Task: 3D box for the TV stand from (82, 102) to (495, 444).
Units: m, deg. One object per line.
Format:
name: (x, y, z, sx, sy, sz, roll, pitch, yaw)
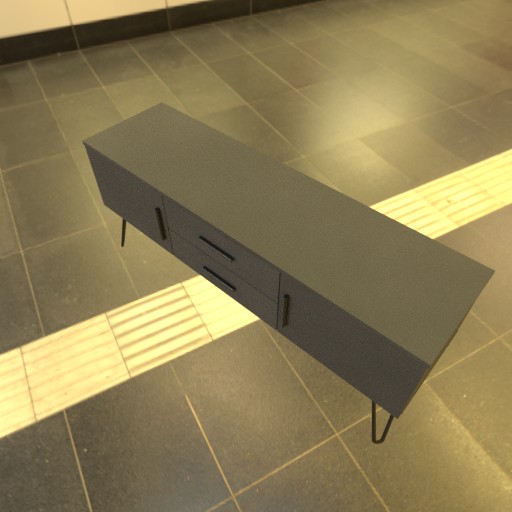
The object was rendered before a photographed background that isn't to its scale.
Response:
TV stand: (0.000, 0.000, 1.635, 1.400, 0.560, 0.400, 33, 55, 27)
